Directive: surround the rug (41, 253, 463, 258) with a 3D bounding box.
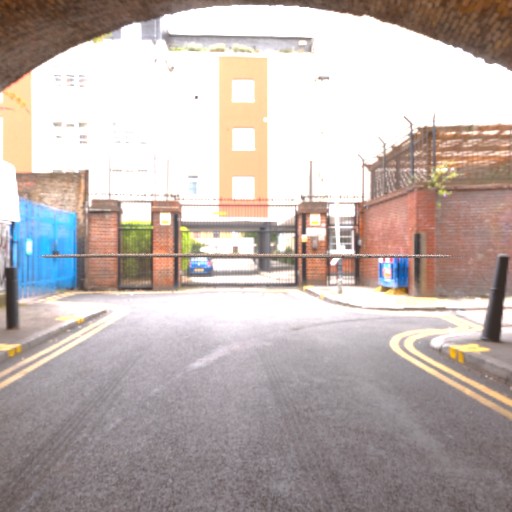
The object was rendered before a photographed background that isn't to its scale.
[{"bbox_3d":[0.000,0.000,4.746,3.585,0.036,2.892,0,0,36],"label":"rug"}]
